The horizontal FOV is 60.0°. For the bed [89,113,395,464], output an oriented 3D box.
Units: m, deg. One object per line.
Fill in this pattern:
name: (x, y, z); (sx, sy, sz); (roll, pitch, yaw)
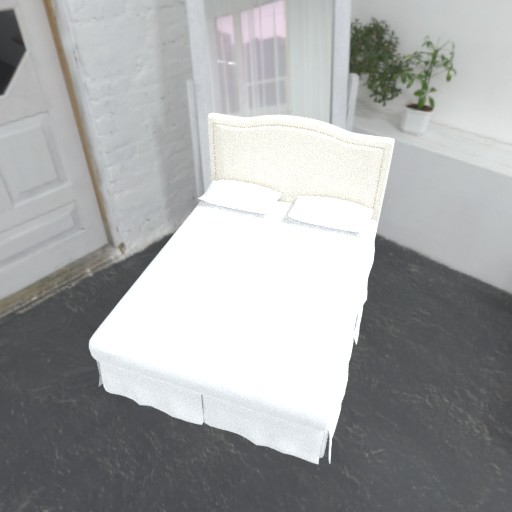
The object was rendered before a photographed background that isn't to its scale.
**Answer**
bed: (0.000, 0.000, 3.541); (1.821, 1.436, 2.282); (13, 42, 15)
